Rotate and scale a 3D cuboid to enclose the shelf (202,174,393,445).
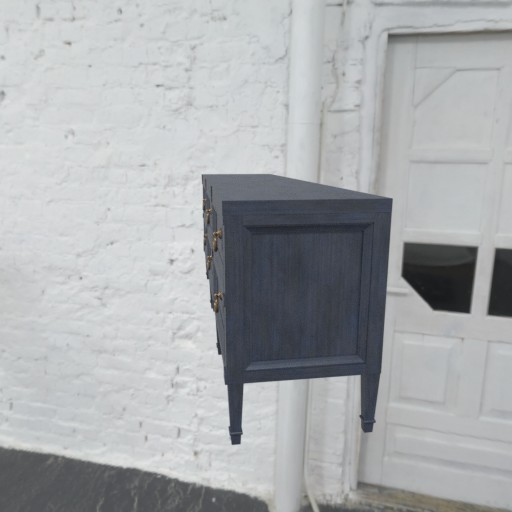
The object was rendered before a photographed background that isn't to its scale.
[{"bbox_3d":[0.000,0.000,2.149,0.471,0.715,1.878,-2,13,-8],"label":"shelf"}]
